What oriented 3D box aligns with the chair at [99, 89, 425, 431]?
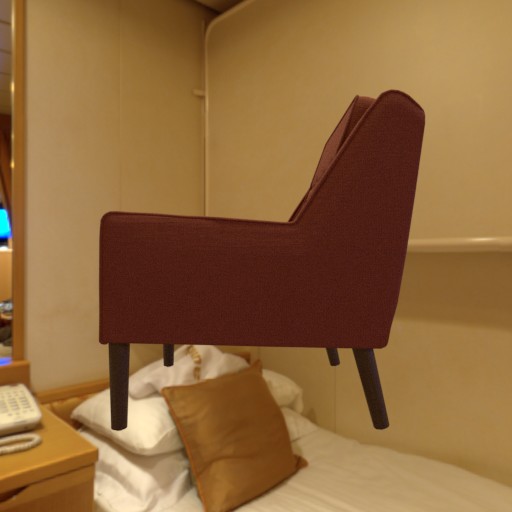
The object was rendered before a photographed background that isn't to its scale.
[{"bbox_3d":[0.000,0.000,1.335,0.770,0.812,0.680,0,0,0],"label":"chair"}]
